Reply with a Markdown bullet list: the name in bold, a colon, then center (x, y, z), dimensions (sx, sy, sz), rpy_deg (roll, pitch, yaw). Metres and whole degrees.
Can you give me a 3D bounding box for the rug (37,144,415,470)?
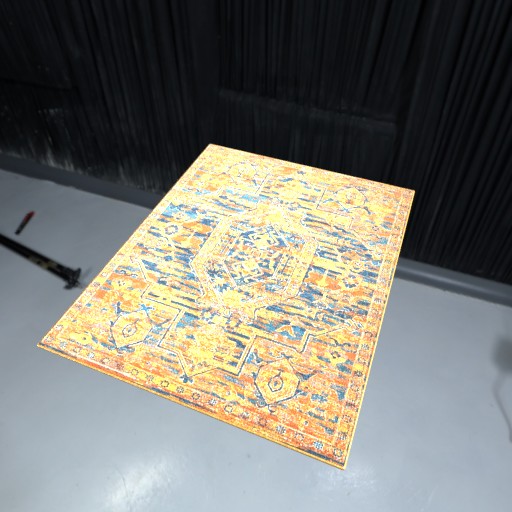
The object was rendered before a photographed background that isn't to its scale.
- **rug**: center (0.000, 0.000, 4.080), dimensions (2.435, 0.031, 3.040), rpy_deg (16, 49, 15)
